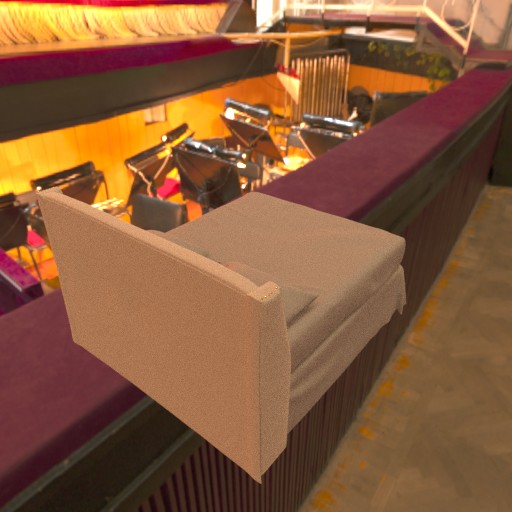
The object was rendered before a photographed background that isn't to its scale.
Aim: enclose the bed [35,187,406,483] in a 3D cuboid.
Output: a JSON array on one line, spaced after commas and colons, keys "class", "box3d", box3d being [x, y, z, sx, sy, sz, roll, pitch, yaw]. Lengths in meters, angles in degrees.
[{"class": "bed", "box3d": [0.000, 0.000, 3.451, 1.925, 1.332, 2.276, 22, 37, 33]}]
